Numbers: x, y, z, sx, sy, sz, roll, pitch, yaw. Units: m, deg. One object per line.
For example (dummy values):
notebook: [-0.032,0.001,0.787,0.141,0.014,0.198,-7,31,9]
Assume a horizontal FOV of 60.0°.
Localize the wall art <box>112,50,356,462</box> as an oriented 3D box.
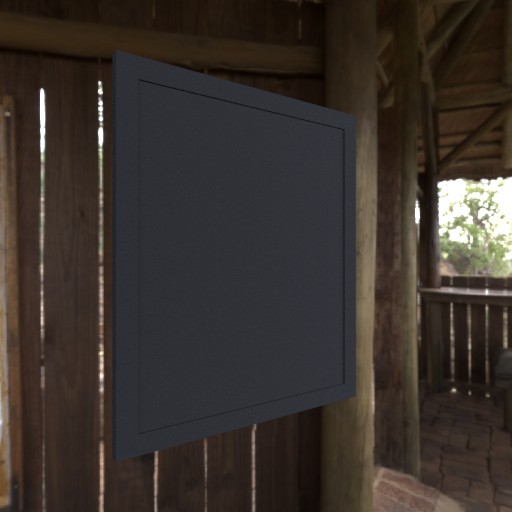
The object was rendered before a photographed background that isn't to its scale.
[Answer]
wall art: [0.000,0.000,0.484,0.311,0.361,0.010,0,0,-36]
